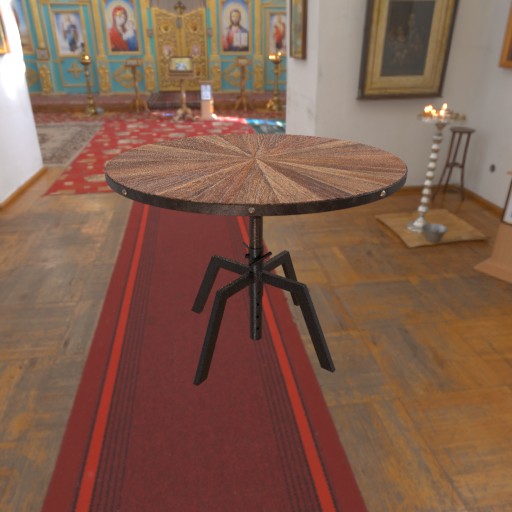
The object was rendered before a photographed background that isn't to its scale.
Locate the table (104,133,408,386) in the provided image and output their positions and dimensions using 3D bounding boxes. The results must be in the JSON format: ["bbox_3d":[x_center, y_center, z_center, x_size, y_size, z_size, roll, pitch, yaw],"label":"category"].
[{"bbox_3d":[0.000,0.000,1.491,0.885,0.658,0.885,0,25,0],"label":"table"}]
